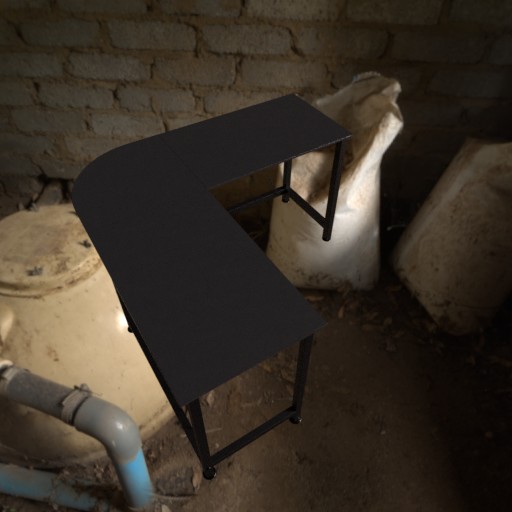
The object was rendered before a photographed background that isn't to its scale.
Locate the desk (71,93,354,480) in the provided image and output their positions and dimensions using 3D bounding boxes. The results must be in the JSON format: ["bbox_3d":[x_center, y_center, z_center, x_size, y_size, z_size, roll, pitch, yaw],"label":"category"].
[{"bbox_3d":[0.000,0.000,2.218,1.400,0.762,1.400,-24,51,-22],"label":"desk"}]
